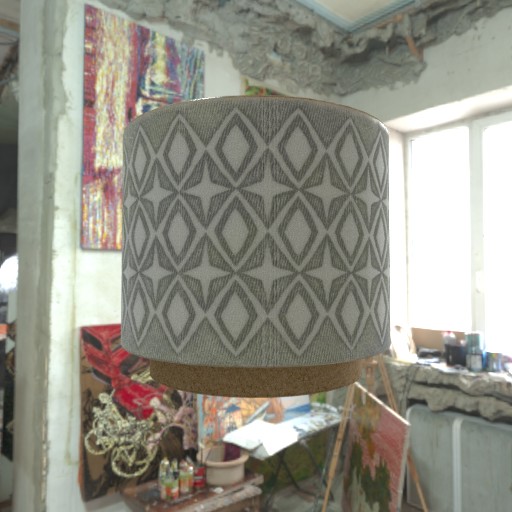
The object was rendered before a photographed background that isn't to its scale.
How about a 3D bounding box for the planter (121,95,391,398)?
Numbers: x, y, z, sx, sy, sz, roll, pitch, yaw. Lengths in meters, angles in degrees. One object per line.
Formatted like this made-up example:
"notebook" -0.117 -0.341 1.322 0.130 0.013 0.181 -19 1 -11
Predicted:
"planter" 0.000 0.000 0.439 0.255 0.223 0.255 0 -2 0
